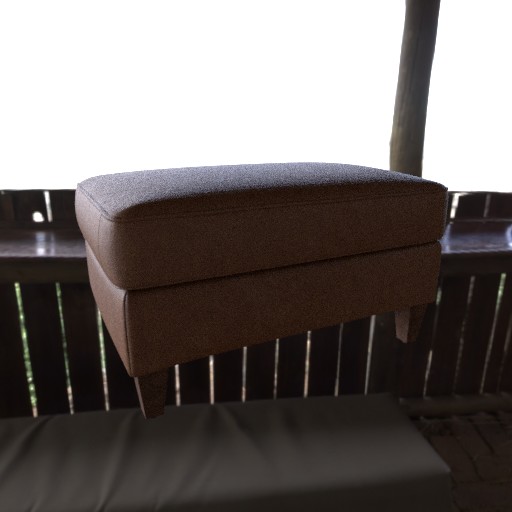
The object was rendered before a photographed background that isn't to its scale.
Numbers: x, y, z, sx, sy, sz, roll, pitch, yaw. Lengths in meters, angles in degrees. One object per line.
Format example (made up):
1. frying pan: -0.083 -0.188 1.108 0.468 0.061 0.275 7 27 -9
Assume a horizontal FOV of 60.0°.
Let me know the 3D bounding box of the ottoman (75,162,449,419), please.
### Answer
1. ottoman: 0.000 0.000 1.217 0.864 0.483 0.584 -8 19 -26
